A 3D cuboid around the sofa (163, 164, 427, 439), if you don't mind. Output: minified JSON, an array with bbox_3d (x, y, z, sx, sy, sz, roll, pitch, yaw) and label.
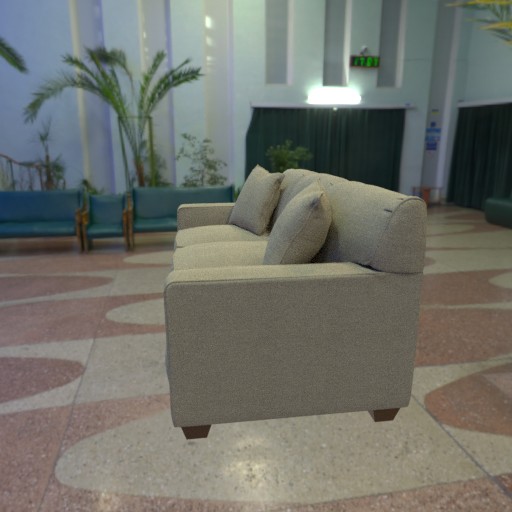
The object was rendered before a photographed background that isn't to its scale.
[{"bbox_3d":[0.000,0.000,2.565,0.997,0.958,2.024,-2,15,-8],"label":"sofa"}]
